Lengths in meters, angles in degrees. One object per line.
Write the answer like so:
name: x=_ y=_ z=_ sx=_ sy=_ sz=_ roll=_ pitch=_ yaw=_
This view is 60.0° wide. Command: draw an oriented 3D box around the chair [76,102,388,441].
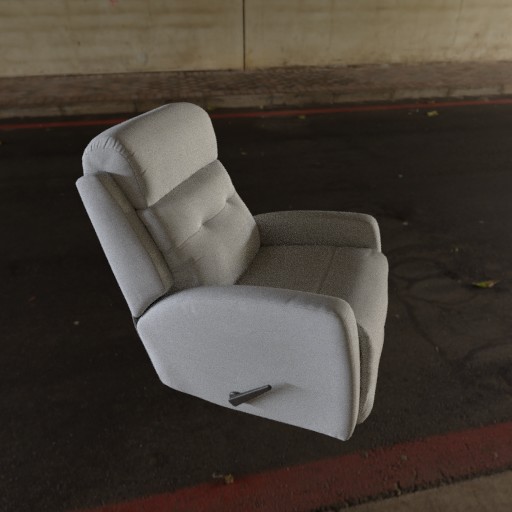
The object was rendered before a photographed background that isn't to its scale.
chair: x=0.000 y=0.000 z=1.706 sx=1.043 sy=1.013 sz=0.798 roll=11 pitch=32 yaw=17
